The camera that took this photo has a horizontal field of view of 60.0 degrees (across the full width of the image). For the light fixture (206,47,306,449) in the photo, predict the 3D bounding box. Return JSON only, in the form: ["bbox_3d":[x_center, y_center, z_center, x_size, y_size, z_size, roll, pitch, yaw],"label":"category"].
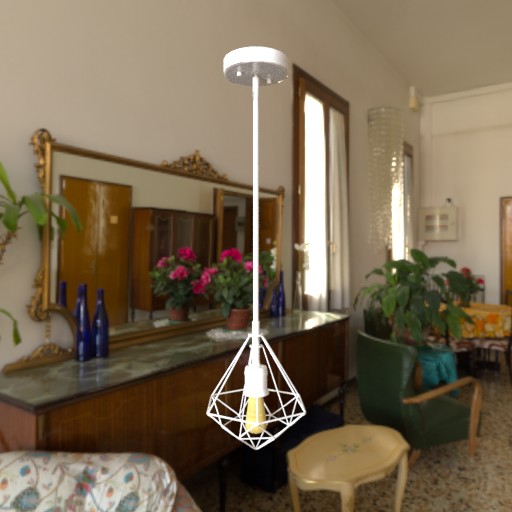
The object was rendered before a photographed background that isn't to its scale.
[{"bbox_3d":[0.000,0.000,2.019,0.431,1.764,0.487,0,0,-1],"label":"light fixture"}]
